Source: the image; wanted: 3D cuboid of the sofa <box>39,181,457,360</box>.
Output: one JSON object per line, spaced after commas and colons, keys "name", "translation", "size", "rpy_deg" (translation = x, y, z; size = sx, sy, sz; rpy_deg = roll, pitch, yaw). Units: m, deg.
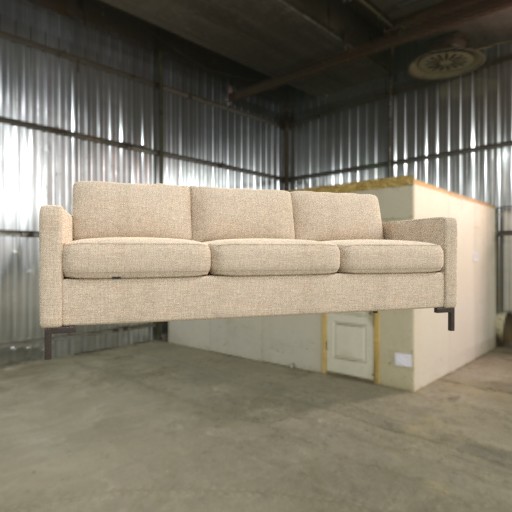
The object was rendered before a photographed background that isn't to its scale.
{"name": "sofa", "translation": [0.000, 0.000, 2.615], "size": [2.218, 0.874, 0.859], "rpy_deg": [0, 1, -18]}
